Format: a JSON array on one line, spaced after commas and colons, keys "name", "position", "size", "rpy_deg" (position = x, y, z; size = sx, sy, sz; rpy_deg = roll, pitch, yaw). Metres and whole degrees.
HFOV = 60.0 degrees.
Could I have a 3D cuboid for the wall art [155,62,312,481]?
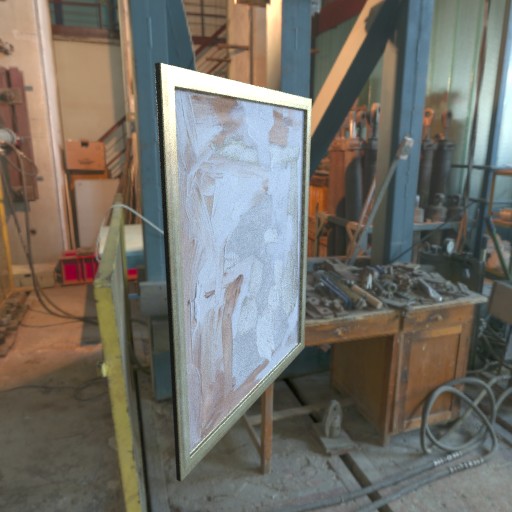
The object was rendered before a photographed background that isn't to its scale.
[{"name": "wall art", "position": [0.000, 0.000, 0.775], "size": [0.009, 0.559, 0.483], "rpy_deg": [7, 16, 26]}]
